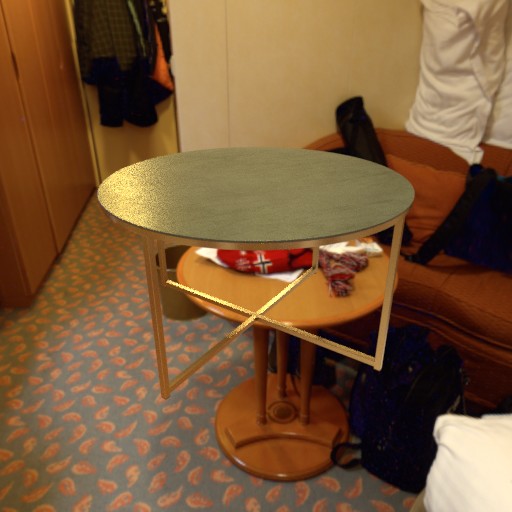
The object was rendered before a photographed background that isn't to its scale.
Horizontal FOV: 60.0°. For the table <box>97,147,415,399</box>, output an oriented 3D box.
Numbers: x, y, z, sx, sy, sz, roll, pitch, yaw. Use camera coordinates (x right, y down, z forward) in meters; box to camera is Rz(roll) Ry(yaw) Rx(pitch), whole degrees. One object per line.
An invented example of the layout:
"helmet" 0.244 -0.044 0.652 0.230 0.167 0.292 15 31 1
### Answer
"table" 0.000 0.000 1.272 0.800 0.450 0.800 0 26 0
